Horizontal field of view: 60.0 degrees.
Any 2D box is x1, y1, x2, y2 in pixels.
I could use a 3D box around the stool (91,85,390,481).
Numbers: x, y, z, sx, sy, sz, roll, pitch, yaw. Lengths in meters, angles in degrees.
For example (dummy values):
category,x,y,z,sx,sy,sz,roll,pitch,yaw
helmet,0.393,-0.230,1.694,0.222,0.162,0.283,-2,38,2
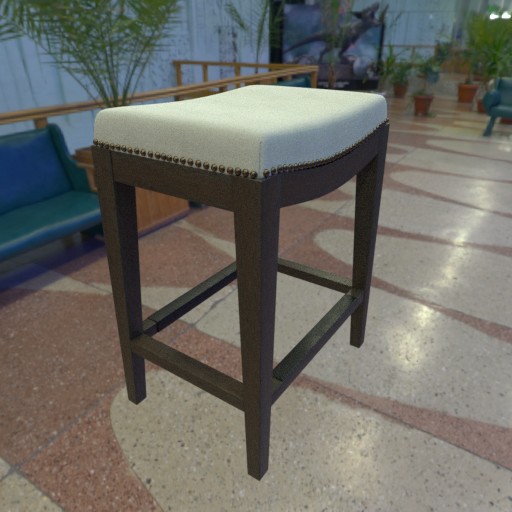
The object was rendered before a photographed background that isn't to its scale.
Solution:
category,x,y,z,sx,sy,sz,roll,pitch,yaw
stool,0.000,0.000,0.956,0.361,0.642,0.500,17,32,30
